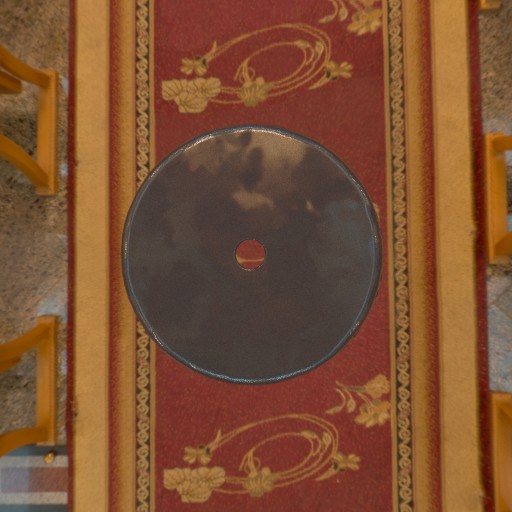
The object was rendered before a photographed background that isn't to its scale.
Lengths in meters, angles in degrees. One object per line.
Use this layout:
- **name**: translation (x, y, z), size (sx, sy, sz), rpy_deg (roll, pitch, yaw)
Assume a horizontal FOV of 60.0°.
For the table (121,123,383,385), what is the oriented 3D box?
- **table**: translation (0.000, 0.000, 0.628), size (0.325, 0.388, 0.325), rpy_deg (0, 89, 2)
